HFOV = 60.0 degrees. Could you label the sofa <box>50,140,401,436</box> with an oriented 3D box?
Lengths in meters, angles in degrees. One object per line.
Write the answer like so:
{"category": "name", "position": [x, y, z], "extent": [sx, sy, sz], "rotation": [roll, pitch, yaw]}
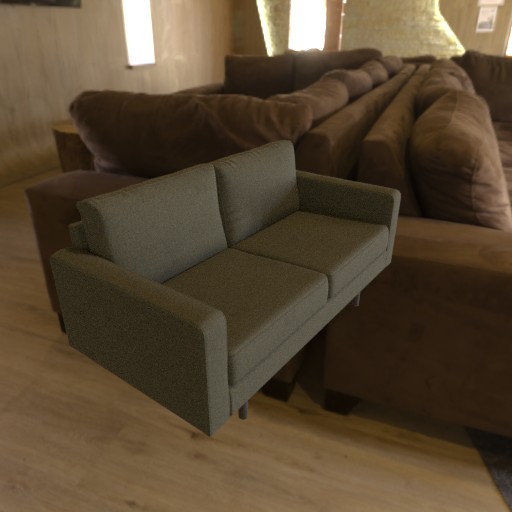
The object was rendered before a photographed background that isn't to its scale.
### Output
{"category": "sofa", "position": [0.000, 0.000, 2.323], "extent": [0.889, 0.897, 1.730], "rotation": [18, 32, 32]}
